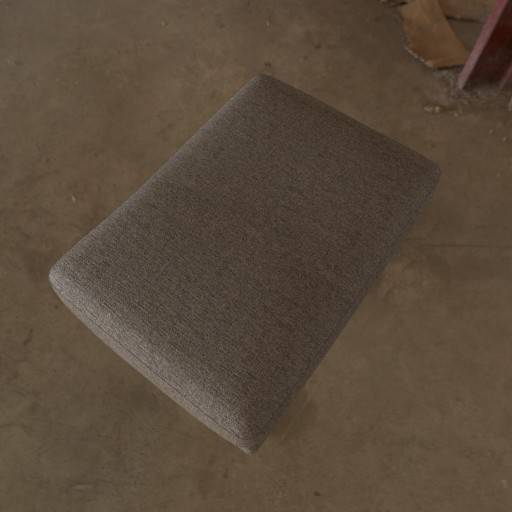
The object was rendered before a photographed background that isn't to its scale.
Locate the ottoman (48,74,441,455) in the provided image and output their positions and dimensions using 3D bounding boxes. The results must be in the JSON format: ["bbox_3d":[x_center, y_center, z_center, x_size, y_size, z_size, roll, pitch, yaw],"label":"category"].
[{"bbox_3d":[0.000,0.000,1.271,0.637,0.478,0.885,34,68,16],"label":"ottoman"}]
